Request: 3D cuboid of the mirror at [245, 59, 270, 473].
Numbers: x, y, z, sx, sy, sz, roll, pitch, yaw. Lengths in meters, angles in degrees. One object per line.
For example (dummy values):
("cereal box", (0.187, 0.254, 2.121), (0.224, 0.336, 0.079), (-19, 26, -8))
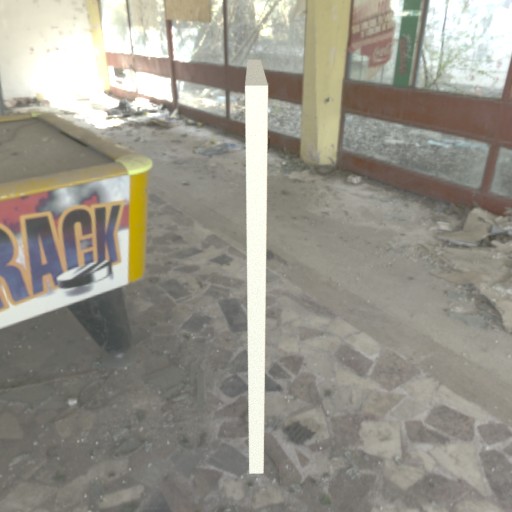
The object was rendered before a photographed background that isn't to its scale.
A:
("mirror", (0.000, 0.000, 1.173), (0.041, 0.914, 0.609), (0, 27, 0))
